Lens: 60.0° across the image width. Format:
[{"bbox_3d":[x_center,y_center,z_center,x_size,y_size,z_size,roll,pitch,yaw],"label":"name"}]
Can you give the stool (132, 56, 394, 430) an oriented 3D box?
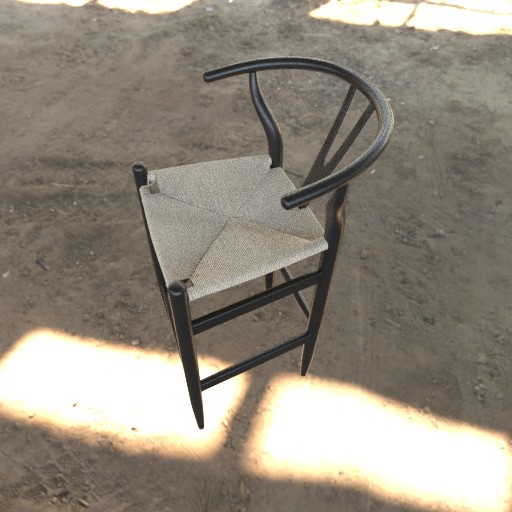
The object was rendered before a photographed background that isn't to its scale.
[{"bbox_3d":[0.000,0.000,1.306,0.579,0.970,0.569,-15,49,-14],"label":"stool"}]
